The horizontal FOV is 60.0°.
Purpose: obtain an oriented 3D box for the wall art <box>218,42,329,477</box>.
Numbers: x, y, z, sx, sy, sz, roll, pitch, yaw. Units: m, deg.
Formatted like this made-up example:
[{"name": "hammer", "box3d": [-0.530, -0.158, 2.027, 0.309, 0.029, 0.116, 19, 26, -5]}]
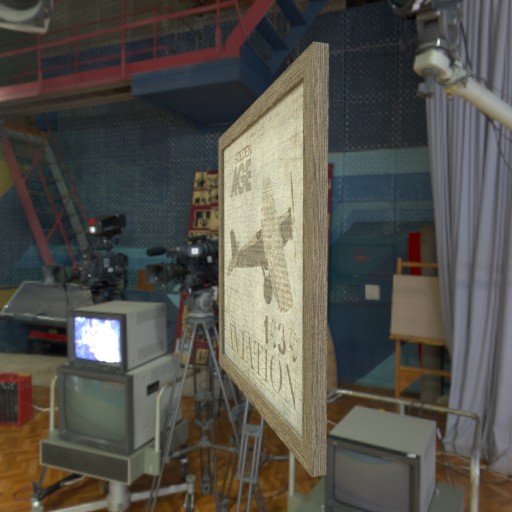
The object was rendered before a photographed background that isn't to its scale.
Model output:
[{"name": "wall art", "box3d": [0.000, 0.000, 0.761, 0.019, 0.508, 0.508, -1, 2, -17]}]
